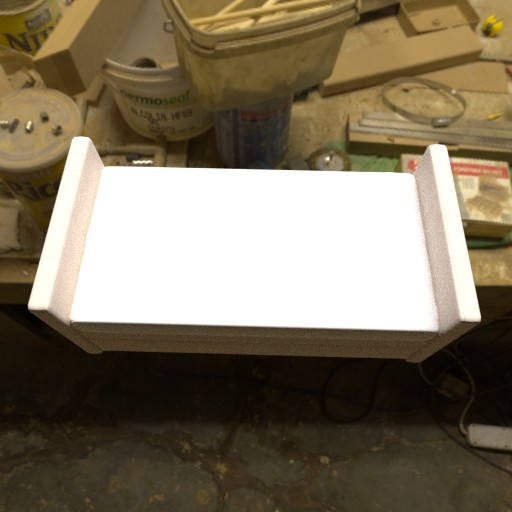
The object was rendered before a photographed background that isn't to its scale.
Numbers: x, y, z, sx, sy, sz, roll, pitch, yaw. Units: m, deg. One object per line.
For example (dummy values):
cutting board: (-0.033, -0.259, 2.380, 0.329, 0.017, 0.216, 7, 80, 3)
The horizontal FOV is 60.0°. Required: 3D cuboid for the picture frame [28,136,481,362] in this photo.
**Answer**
picture frame: (0.000, 0.000, 2.720, 2.161, 0.891, 1.069, 1, 64, 1)
